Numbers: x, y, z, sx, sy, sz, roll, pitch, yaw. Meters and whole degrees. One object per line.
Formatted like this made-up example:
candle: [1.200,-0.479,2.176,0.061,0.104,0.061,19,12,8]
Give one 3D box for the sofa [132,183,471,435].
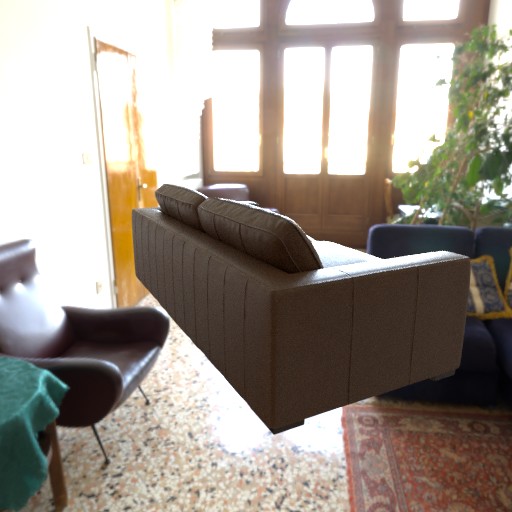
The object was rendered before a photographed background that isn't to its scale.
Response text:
sofa: [0.000,0.000,2.755,1.070,0.801,2.262,-7,16,-26]
